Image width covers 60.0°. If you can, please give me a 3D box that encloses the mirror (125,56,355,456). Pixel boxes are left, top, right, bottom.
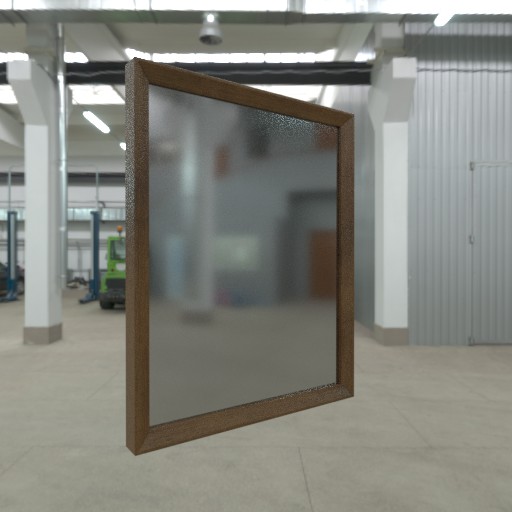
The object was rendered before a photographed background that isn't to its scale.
[{"bbox_3d":[0.000,0.000,0.696,0.406,0.509,0.041,0,0,-35],"label":"mirror"}]
